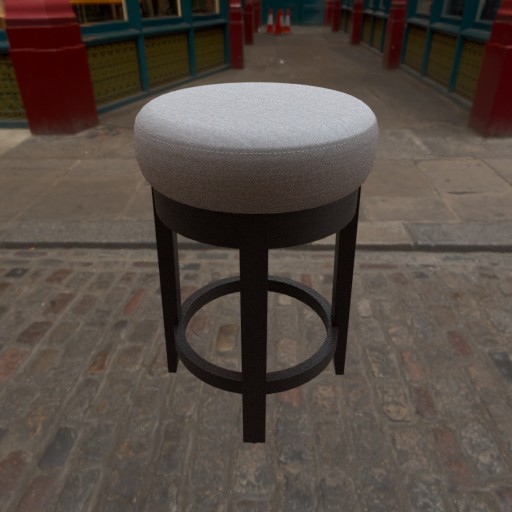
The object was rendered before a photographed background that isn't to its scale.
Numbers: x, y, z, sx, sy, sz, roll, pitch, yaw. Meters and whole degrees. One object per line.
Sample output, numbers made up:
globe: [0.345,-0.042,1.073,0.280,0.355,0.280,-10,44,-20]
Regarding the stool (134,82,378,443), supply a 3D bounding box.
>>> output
stool: [0.000,0.000,0.962,0.443,0.672,0.443,0,31,0]
